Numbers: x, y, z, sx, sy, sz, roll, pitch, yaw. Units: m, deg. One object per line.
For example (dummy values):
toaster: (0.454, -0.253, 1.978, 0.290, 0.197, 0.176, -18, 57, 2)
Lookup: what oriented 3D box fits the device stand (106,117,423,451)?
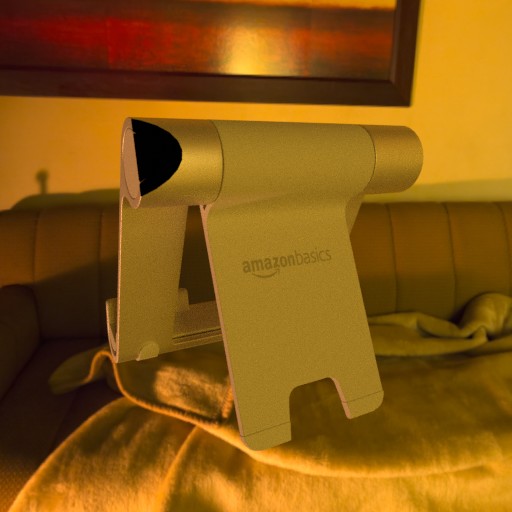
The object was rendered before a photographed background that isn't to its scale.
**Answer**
device stand: (0.000, 0.000, 0.147, 0.086, 0.084, 0.079, -7, 15, -27)
